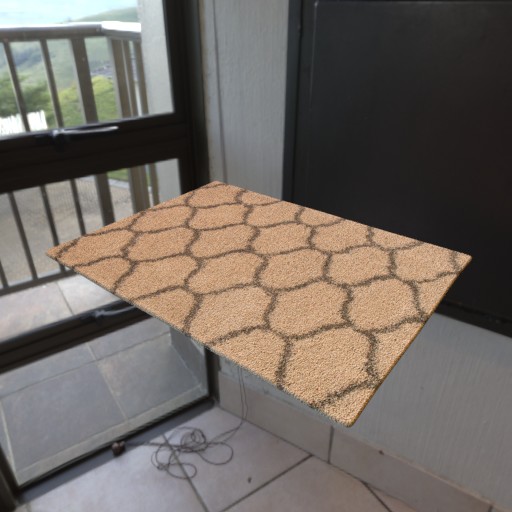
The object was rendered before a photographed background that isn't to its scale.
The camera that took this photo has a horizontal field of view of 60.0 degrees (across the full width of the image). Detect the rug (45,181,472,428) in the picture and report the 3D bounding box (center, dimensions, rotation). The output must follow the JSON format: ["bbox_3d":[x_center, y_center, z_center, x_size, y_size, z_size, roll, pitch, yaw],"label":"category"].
[{"bbox_3d":[0.000,0.000,2.065,1.600,0.025,1.200,21,36,32],"label":"rug"}]
